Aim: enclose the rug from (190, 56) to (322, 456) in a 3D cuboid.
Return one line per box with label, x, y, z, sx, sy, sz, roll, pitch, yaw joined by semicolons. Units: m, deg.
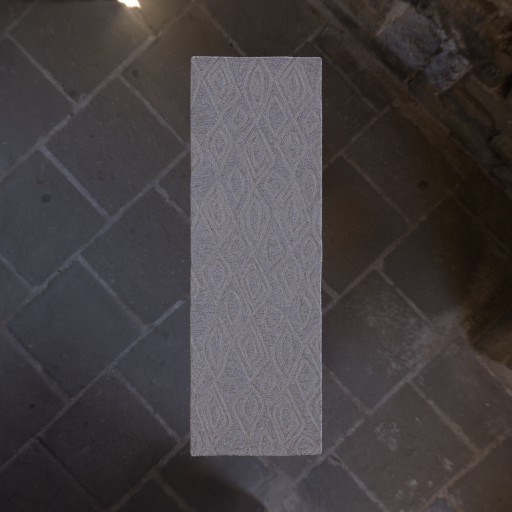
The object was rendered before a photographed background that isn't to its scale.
rug;0.000;0.000;2.704;0.807;0.013;2.436;0;90;-1
